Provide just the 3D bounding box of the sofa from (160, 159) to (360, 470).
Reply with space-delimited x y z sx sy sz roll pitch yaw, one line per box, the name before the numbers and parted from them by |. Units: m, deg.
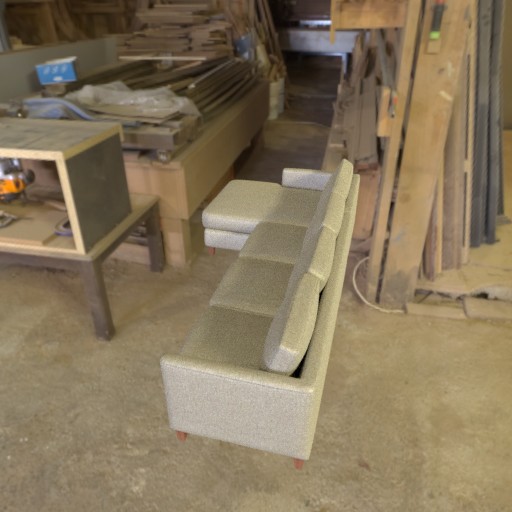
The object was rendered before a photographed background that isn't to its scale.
sofa | 0.000 0.000 3.790 1.502 0.876 3.201 8 32 13
